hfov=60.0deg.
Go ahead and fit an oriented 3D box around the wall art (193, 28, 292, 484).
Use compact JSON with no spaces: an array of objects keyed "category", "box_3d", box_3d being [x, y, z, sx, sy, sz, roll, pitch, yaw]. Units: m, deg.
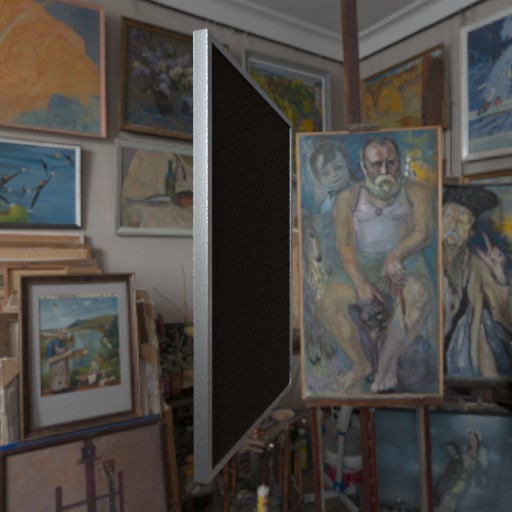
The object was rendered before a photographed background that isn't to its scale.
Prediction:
[{"category":"wall art","box_3d":[0.000,0.000,1.415,0.037,1.062,0.801,0,1,19]}]
